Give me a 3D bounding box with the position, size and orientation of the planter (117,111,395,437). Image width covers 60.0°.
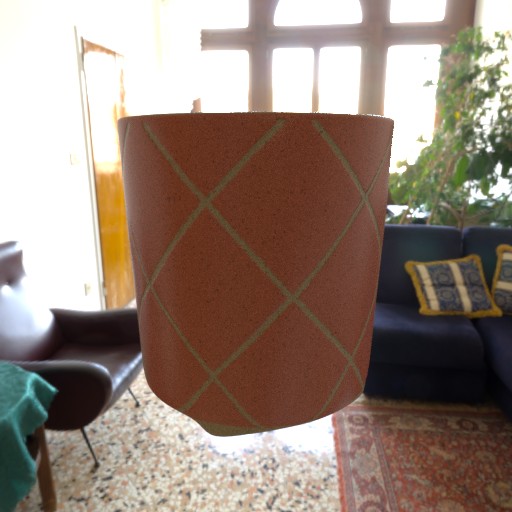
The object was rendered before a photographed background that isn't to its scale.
[{"bbox_3d":[0.000,0.000,0.341,0.191,0.200,0.191,0,14,0],"label":"planter"}]
